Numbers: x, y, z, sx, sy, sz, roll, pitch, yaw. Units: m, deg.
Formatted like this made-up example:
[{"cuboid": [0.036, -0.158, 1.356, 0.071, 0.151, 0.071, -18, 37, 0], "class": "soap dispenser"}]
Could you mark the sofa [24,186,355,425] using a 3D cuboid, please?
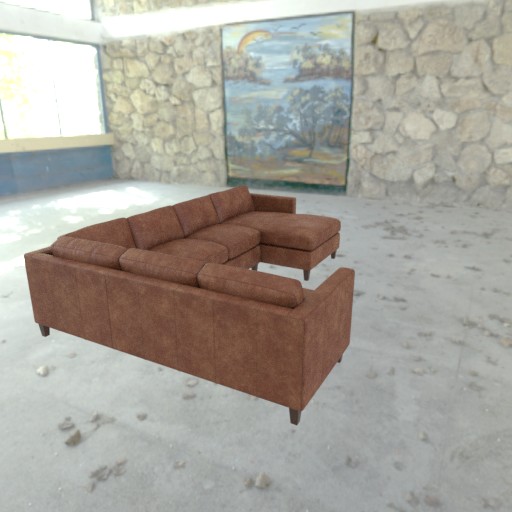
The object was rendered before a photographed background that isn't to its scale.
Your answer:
[{"cuboid": [0.000, 0.000, 4.460, 2.452, 0.888, 3.324, 10, 20, 27], "class": "sofa"}]
